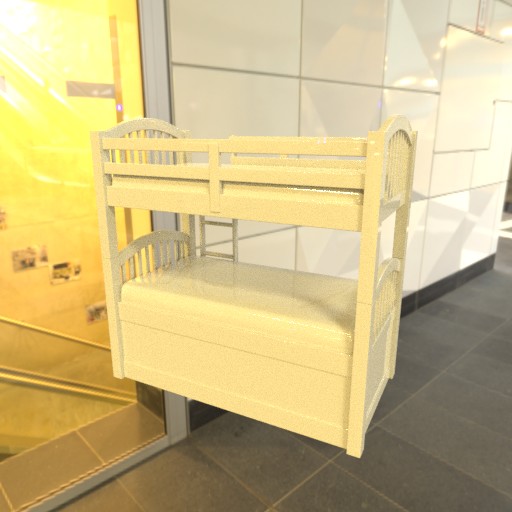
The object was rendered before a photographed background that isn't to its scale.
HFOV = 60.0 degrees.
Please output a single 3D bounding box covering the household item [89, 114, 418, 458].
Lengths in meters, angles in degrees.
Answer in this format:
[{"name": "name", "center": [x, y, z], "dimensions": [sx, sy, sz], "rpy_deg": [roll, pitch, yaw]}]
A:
[{"name": "household item", "center": [0.000, 0.000, 3.382], "dimensions": [2.032, 2.032, 1.143], "rpy_deg": [8, 18, 26]}]
